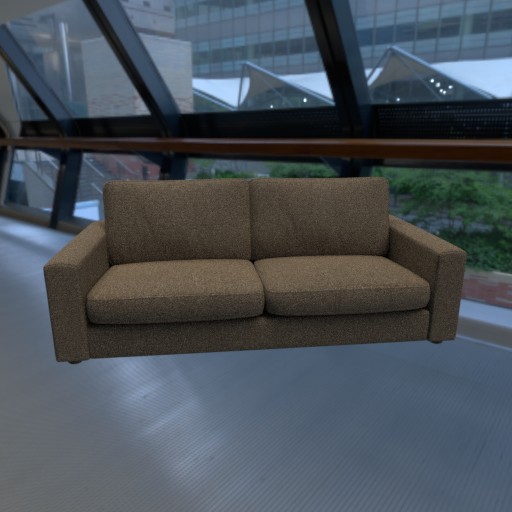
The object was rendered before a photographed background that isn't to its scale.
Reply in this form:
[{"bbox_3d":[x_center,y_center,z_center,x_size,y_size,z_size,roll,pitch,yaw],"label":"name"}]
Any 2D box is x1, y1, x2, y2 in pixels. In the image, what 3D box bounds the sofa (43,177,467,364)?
[{"bbox_3d":[0.000,0.000,2.719,2.179,0.873,1.016,-2,17,-6],"label":"sofa"}]
